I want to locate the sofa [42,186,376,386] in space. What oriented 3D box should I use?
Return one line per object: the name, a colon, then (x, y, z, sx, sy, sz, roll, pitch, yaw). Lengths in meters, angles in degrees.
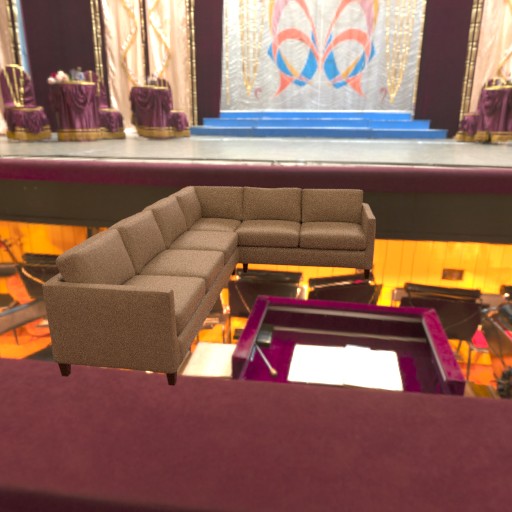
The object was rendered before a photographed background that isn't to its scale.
sofa: (0.000, 0.000, 4.434, 2.522, 0.934, 3.333, 2, 18, 8)
